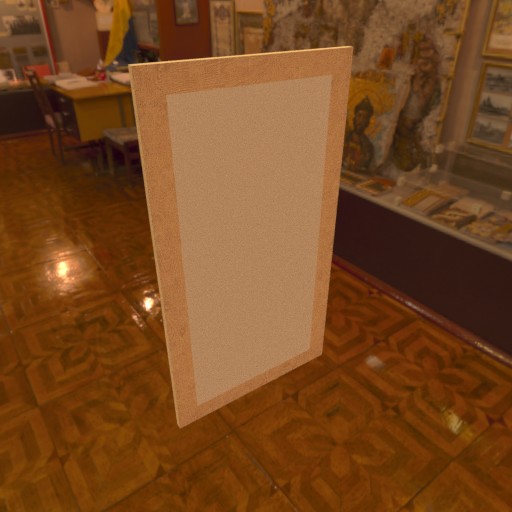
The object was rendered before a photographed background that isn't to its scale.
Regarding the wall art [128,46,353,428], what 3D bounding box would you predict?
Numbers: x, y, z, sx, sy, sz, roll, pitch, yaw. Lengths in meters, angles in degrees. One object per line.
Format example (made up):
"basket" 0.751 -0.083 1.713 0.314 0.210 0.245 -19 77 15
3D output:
"wall art" 0.000 0.000 0.820 0.381 0.683 0.013 -19 36 -29
